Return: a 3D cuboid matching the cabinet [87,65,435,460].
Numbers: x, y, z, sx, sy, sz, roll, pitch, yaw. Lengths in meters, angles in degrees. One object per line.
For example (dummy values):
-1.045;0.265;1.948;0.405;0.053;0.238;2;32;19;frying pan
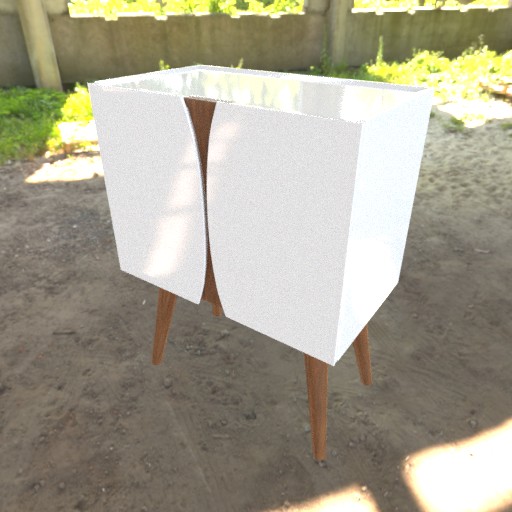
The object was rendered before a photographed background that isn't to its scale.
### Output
0.000;0.000;1.058;0.591;0.772;0.344;19;35;30;cabinet
